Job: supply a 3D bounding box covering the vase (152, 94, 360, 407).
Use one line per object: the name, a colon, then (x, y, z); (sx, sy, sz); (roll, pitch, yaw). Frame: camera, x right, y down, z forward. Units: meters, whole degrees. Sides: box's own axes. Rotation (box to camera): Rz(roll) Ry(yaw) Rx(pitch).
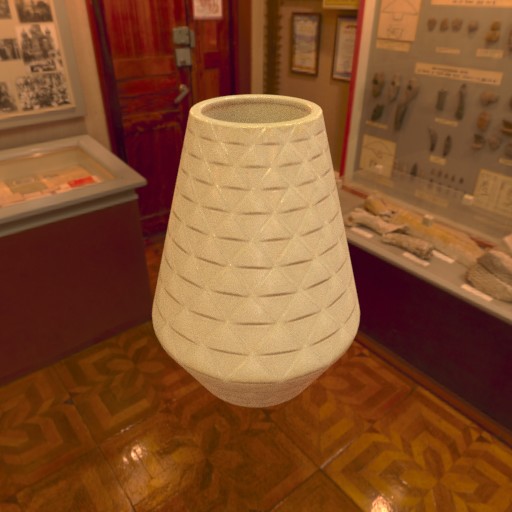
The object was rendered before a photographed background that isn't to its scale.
vase: (0.000, 0.000, 0.355); (0.175, 0.230, 0.175); (0, 32, 0)
